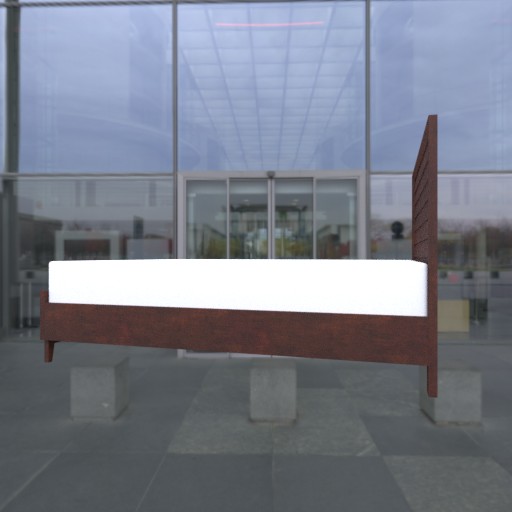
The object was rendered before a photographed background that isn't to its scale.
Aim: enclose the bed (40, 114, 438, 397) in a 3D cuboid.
[{"bbox_3d":[0.000,0.000,3.068,2.184,1.270,1.600,0,0,17],"label":"bed"}]
